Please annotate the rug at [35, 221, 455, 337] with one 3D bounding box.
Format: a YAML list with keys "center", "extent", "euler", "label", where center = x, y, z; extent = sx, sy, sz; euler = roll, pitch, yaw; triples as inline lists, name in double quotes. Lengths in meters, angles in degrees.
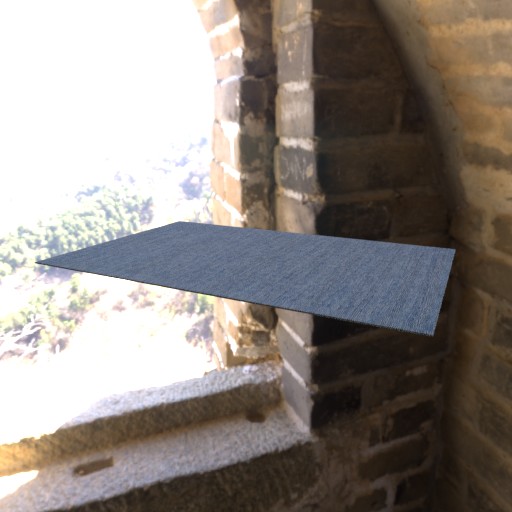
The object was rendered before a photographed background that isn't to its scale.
- center: [0.000, 0.000, 2.195]
  extent: [1.752, 0.006, 1.142]
  euler: [8, 17, 25]
  label: "rug"
